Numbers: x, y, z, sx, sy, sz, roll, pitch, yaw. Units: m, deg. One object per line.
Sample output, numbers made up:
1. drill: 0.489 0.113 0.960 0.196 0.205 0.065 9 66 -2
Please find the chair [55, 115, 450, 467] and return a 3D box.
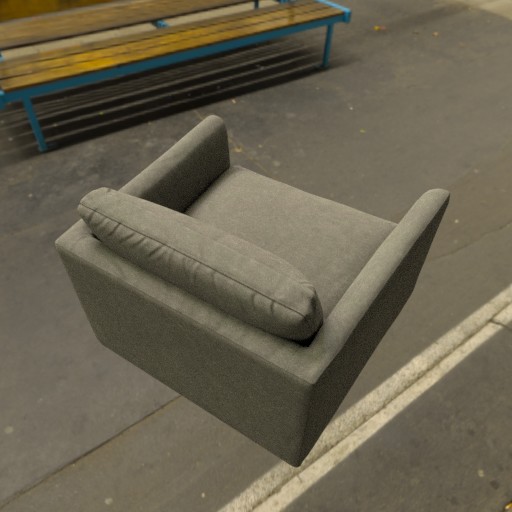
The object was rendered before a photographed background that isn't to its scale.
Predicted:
1. chair: 0.000 0.000 1.849 1.190 0.845 1.091 24 50 22
